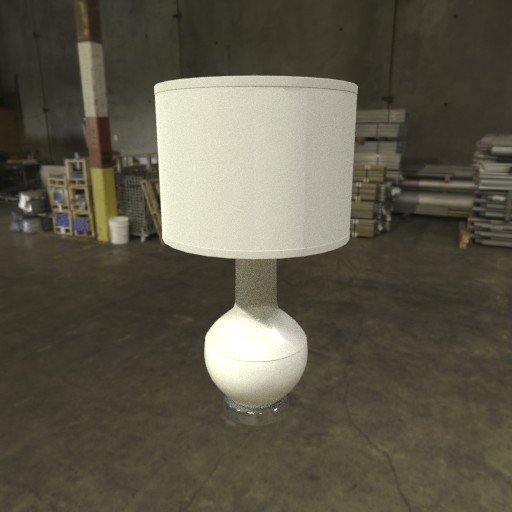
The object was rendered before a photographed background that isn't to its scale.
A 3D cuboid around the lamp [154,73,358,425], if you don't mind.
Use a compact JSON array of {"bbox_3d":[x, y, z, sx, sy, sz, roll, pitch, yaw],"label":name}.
[{"bbox_3d":[0.000,0.000,0.875,0.357,0.673,0.357,8,17,26],"label":"lamp"}]
